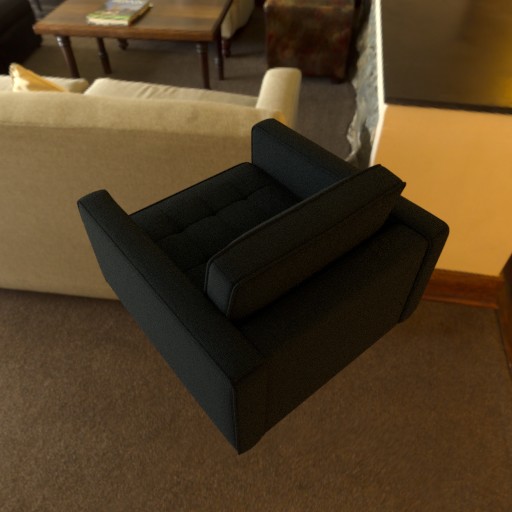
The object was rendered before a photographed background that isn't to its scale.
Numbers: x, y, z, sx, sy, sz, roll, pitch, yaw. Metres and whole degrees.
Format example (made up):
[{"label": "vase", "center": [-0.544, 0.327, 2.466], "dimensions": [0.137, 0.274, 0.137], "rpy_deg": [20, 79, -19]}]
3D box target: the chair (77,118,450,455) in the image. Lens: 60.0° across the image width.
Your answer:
[{"label": "chair", "center": [0.000, 0.000, 1.610], "dimensions": [0.899, 0.770, 0.920], "rpy_deg": [-31, 54, -26]}]
